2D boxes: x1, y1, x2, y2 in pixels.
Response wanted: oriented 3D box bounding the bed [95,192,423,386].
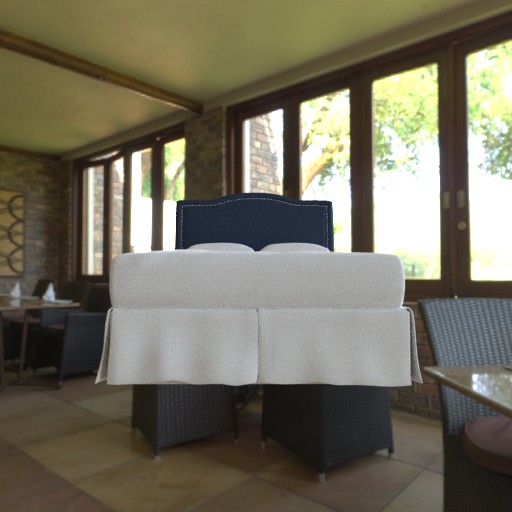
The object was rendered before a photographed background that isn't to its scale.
[{"bbox_3d":[0.000,0.000,3.548,1.741,1.441,2.507,0,-2,0],"label":"bed"}]
